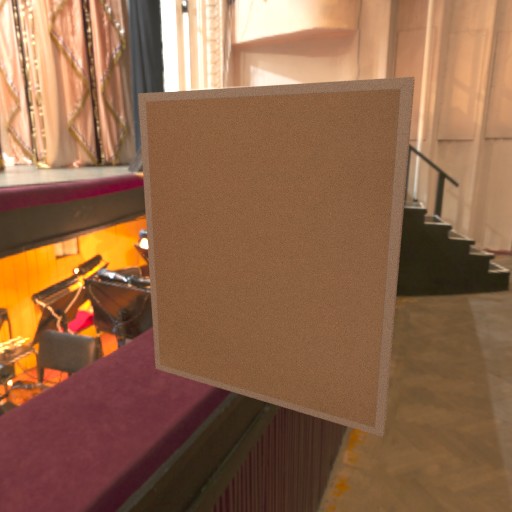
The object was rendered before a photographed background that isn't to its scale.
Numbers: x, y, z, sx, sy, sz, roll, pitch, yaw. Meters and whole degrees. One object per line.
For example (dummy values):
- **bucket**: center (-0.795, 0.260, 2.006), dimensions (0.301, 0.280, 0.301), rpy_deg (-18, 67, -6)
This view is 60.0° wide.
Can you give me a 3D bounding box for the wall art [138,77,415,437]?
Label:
- **wall art**: center (0.000, 0.000, 0.776), dimensions (0.482, 0.557, 0.012), rpy_deg (8, 17, 27)
